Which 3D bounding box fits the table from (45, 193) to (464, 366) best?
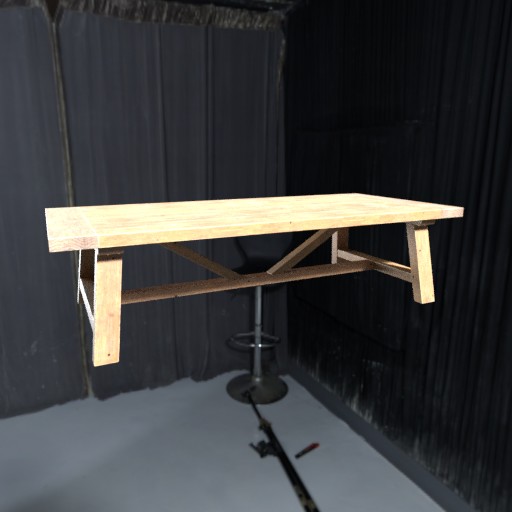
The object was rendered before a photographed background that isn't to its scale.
[{"bbox_3d":[0.000,0.000,2.149,1.800,0.465,0.820,-6,15,-25],"label":"table"}]
